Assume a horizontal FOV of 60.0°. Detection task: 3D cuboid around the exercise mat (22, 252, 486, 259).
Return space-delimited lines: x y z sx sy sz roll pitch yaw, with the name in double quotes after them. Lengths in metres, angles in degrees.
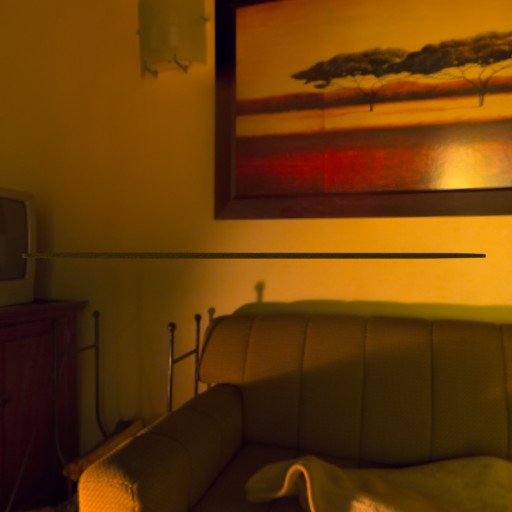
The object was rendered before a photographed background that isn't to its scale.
0.000 0.000 2.036 1.869 0.021 0.616 0 -1 -2 "exercise mat"
